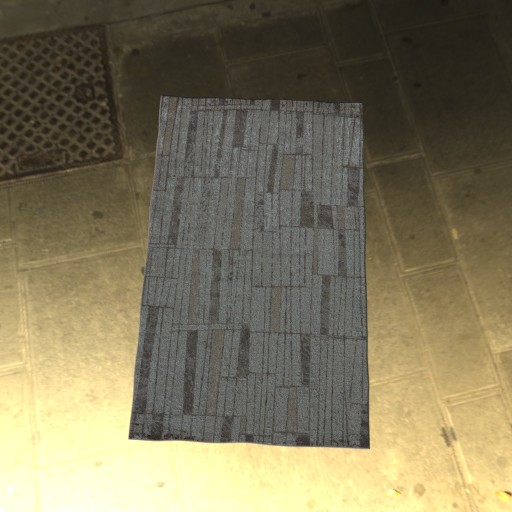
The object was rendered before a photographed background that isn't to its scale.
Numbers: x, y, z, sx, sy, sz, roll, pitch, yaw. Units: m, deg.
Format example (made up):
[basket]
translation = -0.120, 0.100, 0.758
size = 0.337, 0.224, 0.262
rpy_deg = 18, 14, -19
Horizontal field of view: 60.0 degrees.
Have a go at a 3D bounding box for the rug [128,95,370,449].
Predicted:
[rug]
translation = 0.000, 0.000, 3.067
size = 1.531, 0.023, 2.444
rpy_deg = 2, 77, 0
